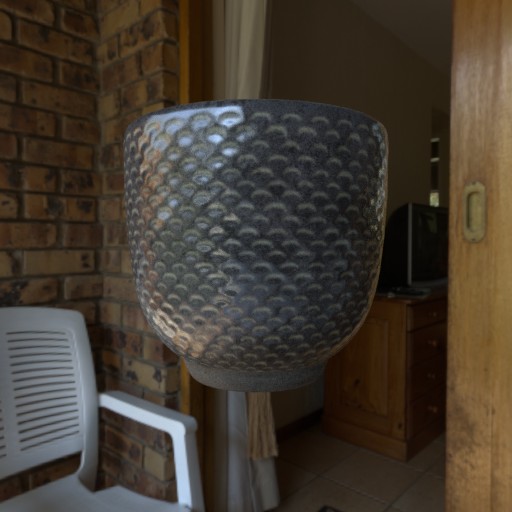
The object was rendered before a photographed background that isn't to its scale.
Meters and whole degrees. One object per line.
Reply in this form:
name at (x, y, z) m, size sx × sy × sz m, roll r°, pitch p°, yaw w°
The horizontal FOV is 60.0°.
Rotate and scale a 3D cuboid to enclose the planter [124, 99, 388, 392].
planter at (0.000, 0.000, 0.303) m, size 0.172 × 0.160 × 0.172 m, roll 0°, pitch 2°, yaw 0°
